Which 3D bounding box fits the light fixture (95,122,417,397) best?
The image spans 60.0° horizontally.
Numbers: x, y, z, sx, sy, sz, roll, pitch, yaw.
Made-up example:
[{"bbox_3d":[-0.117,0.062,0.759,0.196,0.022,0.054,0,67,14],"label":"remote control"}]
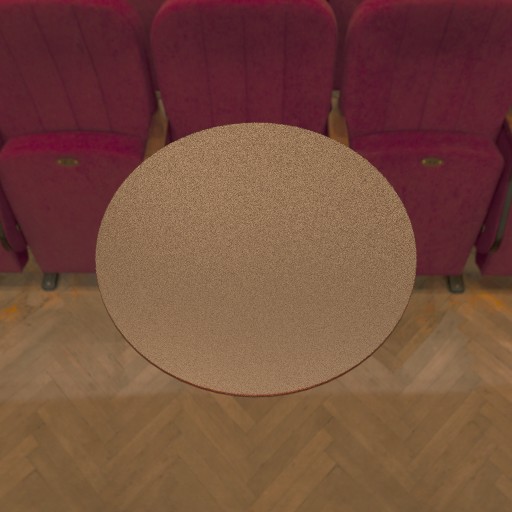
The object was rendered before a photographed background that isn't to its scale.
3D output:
[{"bbox_3d":[0.000,0.000,0.555,0.368,0.100,0.368,0,59,0],"label":"light fixture"}]
